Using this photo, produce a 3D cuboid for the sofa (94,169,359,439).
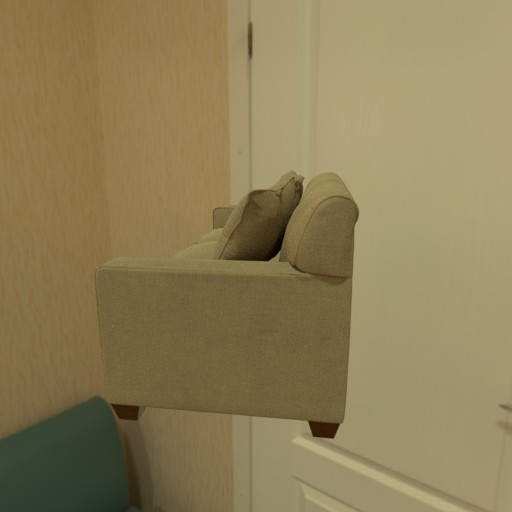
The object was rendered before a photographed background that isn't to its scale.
[{"bbox_3d":[0.000,0.000,2.571,0.997,0.958,2.024,2,13,8],"label":"sofa"}]
